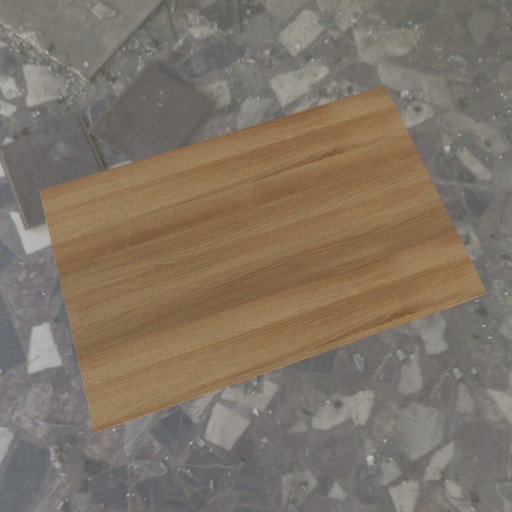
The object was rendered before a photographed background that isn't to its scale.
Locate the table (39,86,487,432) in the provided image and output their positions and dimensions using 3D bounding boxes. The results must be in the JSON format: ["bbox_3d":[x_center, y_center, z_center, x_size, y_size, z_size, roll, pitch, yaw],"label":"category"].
[{"bbox_3d":[0.000,0.000,1.414,1.100,0.330,0.700,-18,75,-5],"label":"table"}]
